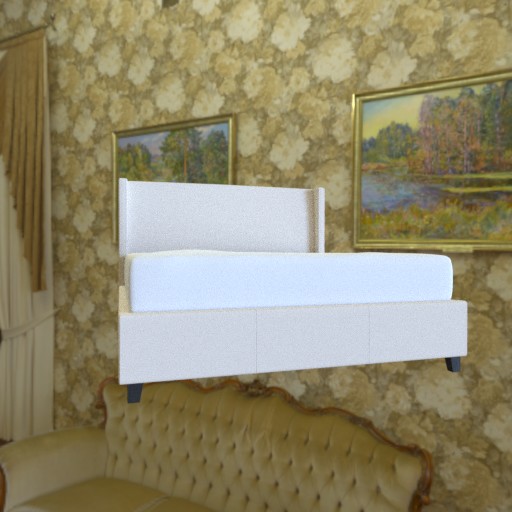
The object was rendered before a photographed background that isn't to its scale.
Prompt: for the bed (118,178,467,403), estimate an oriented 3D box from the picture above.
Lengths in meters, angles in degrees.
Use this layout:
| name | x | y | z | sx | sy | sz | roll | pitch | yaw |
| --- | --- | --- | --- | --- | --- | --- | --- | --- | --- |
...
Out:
| name | x | y | z | sx | sy | sz | roll | pitch | yaw |
| --- | --- | --- | --- | --- | --- | --- | --- | --- | --- |
| bed | 0.000 | 0.000 | 3.602 | 2.145 | 1.471 | 2.293 | 0 | 0 | -17 |
